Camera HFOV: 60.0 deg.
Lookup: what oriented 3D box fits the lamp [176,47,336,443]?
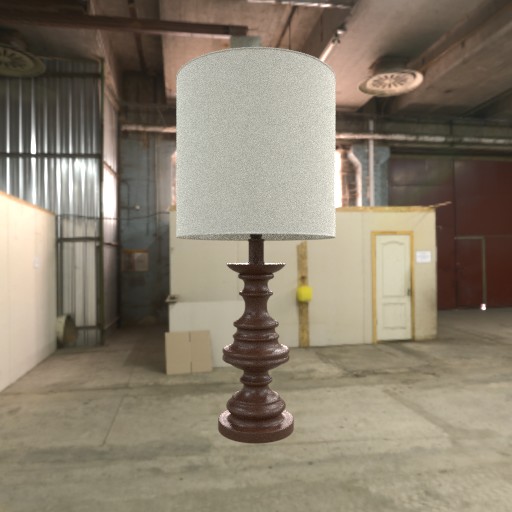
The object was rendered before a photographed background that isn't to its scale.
[{"bbox_3d":[0.000,0.000,0.587,0.208,0.455,0.208,0,0,19],"label":"lamp"}]
